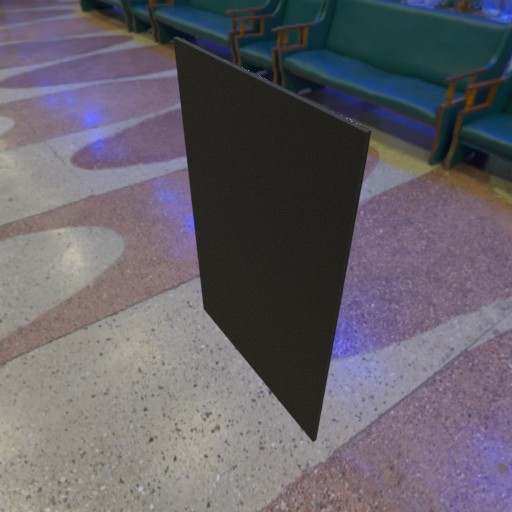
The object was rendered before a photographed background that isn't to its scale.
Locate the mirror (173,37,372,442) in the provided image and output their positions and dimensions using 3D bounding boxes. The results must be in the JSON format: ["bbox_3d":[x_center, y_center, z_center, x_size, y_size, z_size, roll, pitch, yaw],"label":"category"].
[{"bbox_3d":[0.000,0.000,1.134,0.039,0.914,0.613,-24,46,-26],"label":"mirror"}]
